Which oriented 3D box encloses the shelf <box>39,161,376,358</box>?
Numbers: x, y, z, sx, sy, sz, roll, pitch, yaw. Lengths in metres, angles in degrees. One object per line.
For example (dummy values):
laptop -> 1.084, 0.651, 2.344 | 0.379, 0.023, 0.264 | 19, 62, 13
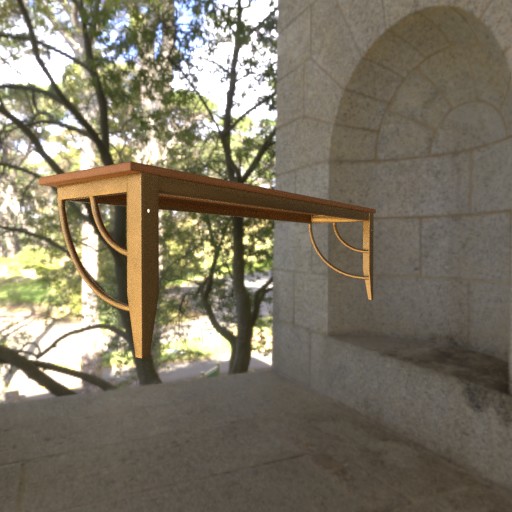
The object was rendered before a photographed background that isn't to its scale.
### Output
shelf -> 0.000, 0.000, 0.727 | 0.166, 0.190, 0.636 | 1, 1, 36
